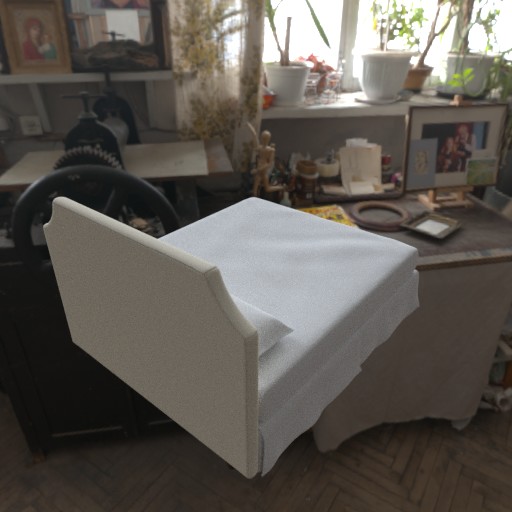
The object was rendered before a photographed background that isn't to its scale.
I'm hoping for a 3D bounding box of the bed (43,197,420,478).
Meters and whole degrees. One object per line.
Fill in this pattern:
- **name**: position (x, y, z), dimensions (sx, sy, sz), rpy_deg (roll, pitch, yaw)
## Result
- **bed**: position (0.000, 0.000, 4.130), dimensions (2.350, 1.590, 2.773), rpy_deg (22, 36, 34)
